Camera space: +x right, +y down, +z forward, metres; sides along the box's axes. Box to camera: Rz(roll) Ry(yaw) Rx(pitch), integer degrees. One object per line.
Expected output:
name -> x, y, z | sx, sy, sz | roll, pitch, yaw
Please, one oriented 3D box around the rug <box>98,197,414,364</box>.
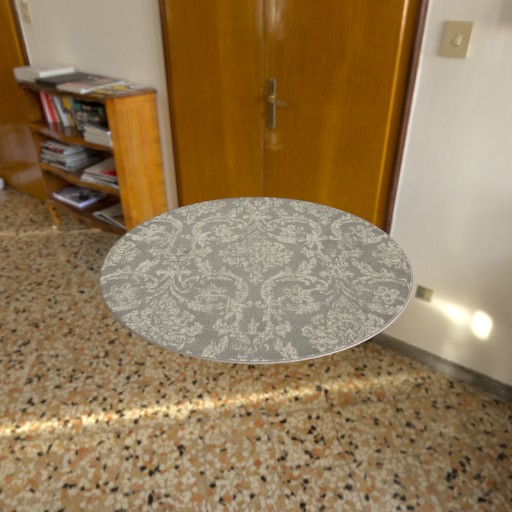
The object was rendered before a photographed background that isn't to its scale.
rug -> 0.000, 0.000, 2.340 | 1.593, 0.012, 1.593 | 0, 30, 0
